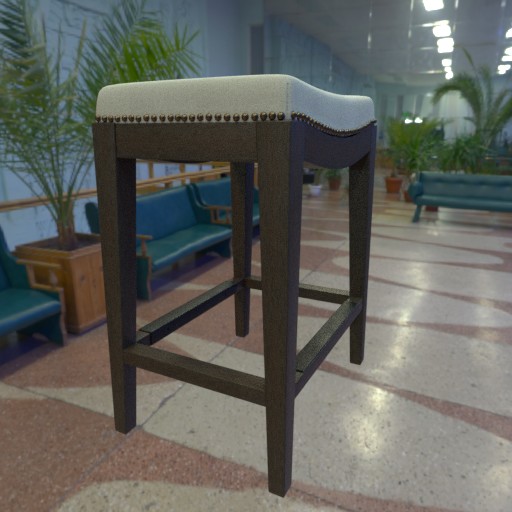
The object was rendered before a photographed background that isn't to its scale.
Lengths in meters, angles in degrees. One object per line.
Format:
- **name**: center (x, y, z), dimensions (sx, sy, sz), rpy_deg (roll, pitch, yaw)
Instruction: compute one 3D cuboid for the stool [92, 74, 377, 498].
- **stool**: center (0.000, 0.000, 0.913), dimensions (0.361, 0.642, 0.500), rpy_deg (8, 18, 26)
